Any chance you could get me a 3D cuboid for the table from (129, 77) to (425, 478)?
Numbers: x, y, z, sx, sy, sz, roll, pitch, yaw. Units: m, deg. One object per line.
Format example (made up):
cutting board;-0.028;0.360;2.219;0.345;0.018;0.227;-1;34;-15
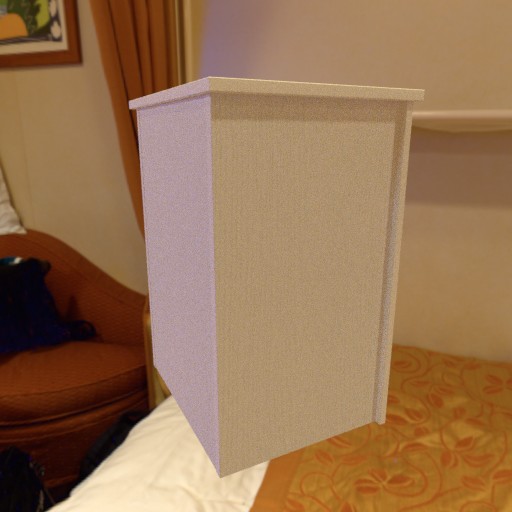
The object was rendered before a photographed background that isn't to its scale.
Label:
table;0.000;0.000;0.934;0.381;0.635;0.480;-8;17;-26
